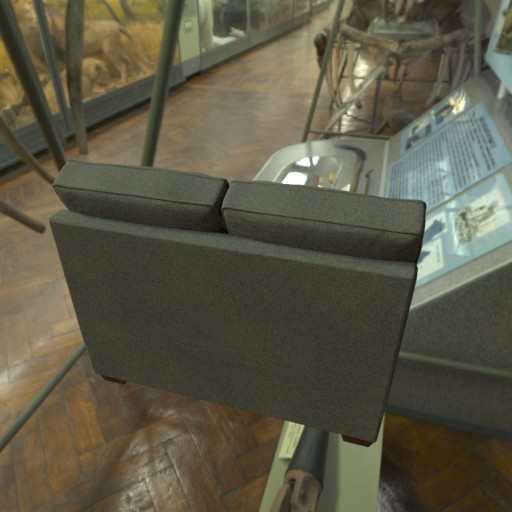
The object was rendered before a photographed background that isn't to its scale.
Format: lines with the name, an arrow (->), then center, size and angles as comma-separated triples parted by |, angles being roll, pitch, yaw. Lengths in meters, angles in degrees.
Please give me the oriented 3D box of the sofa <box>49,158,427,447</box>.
sofa -> 0.000, 0.000, 1.938 | 1.237, 1.008, 0.951 | 9, 34, 14
